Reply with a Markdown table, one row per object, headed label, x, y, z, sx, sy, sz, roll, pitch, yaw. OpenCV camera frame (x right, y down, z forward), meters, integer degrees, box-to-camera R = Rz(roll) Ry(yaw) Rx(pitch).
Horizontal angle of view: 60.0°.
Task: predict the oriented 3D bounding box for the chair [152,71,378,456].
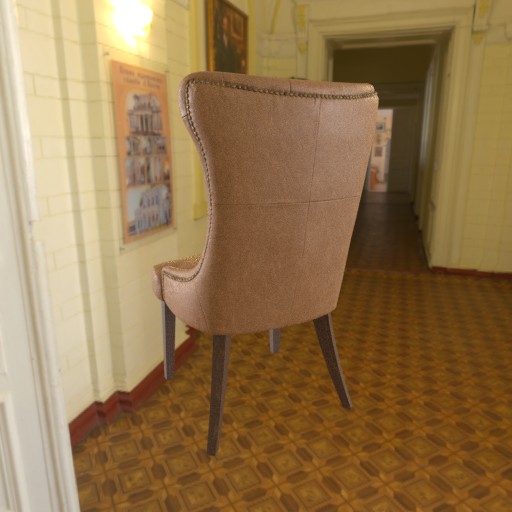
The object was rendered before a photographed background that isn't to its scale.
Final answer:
| label | x | y | z | sx | sy | sz | roll | pitch | yaw |
| --- | --- | --- | --- | --- | --- | --- | --- | --- | --- |
| chair | 0.000 | 0.000 | 1.486 | 0.611 | 1.065 | 0.669 | -7 | 16 | -27 |
